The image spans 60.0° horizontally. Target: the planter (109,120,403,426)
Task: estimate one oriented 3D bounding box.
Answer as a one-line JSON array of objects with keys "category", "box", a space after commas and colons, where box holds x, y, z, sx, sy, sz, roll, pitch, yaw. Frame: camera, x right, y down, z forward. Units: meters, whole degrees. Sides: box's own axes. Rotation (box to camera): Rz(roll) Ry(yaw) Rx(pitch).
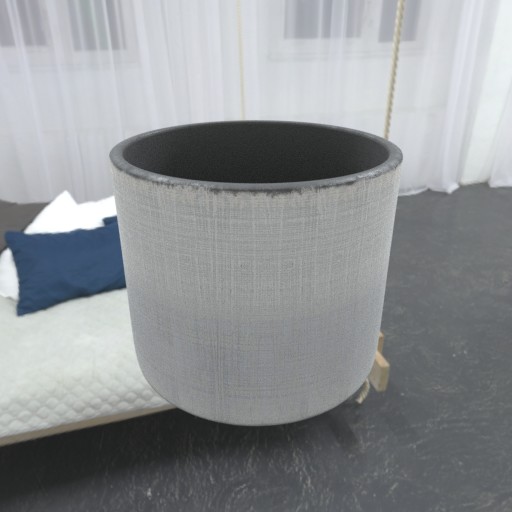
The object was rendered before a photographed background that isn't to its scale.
[{"category": "planter", "box": [0.000, 0.000, 0.439, 0.254, 0.221, 0.254, 0, 27, 0]}]
